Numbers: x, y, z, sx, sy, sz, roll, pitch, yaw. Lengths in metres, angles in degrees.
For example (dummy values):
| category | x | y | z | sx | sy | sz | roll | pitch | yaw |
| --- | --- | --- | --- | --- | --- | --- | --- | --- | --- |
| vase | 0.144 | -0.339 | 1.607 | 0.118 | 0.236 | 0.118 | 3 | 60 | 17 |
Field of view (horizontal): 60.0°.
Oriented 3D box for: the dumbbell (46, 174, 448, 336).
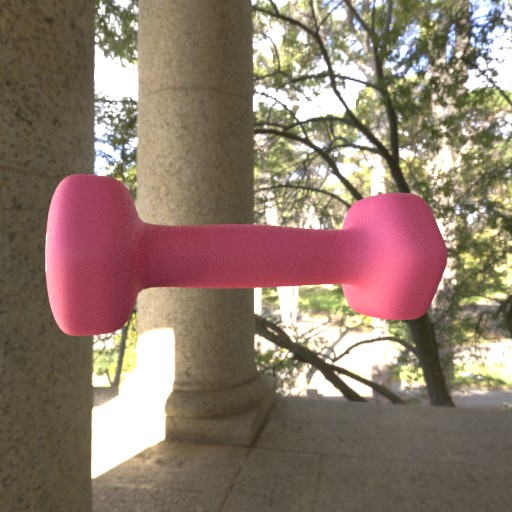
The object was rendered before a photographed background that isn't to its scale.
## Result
| category | x | y | z | sx | sy | sz | roll | pitch | yaw |
| --- | --- | --- | --- | --- | --- | --- | --- | --- | --- |
| dumbbell | 0.000 | 0.000 | 0.171 | 0.146 | 0.053 | 0.058 | 0 | -1 | -18 |
